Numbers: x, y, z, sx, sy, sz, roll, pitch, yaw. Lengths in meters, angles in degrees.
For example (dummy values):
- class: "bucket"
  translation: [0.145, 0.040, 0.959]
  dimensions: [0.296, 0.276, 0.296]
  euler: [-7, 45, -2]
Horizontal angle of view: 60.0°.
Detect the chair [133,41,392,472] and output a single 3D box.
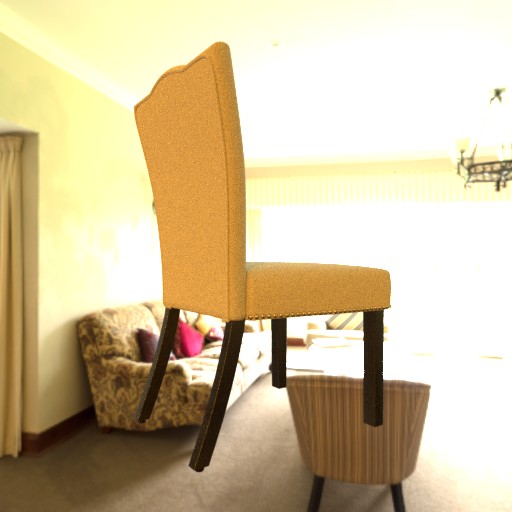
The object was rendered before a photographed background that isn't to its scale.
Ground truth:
- class: "chair"
  translation: [0.000, 0.000, 1.277]
  dimensions: [0.589, 0.946, 0.518]
  euler: [0, 0, -35]
